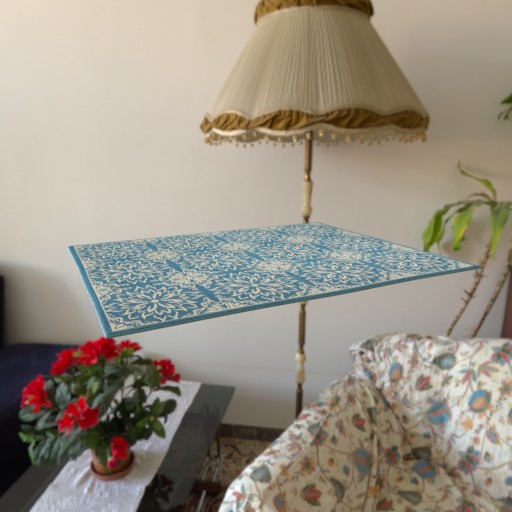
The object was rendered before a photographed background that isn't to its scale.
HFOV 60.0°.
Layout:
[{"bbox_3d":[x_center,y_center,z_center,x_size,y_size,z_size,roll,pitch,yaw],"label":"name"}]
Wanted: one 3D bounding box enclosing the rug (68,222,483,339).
[{"bbox_3d":[0.000,0.000,3.979,2.964,0.018,2.350,-7,16,-26],"label":"rug"}]
